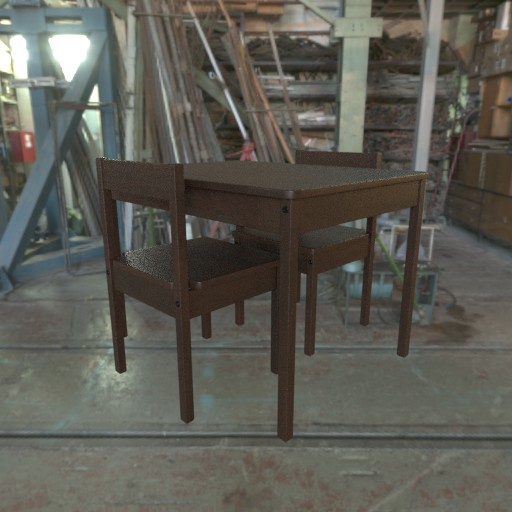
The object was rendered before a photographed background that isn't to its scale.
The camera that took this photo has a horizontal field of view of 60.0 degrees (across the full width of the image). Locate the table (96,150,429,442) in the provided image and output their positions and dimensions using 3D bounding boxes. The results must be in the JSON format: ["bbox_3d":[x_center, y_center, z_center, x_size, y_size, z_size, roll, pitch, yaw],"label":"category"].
[{"bbox_3d":[0.000,0.000,1.128,0.672,0.503,0.650,-15,21,-43],"label":"table"}]
